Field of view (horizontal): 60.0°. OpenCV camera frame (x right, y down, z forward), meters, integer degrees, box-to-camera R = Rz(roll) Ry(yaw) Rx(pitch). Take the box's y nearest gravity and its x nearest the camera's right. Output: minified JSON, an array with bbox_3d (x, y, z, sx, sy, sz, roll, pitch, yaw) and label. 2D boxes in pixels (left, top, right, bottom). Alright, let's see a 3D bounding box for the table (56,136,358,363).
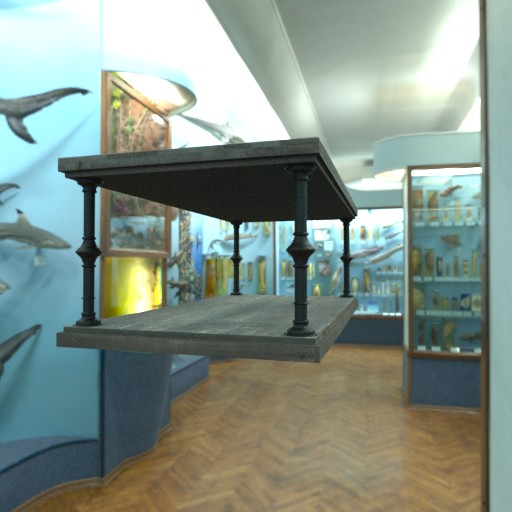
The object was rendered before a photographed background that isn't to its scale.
[{"bbox_3d":[0.000,0.000,1.378,0.554,0.399,1.088,0,-1,16],"label":"table"}]
